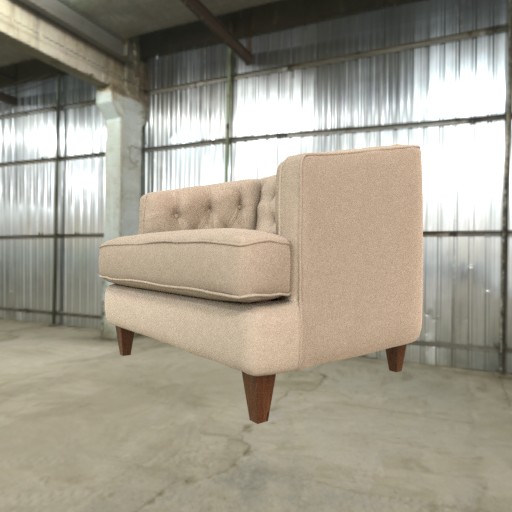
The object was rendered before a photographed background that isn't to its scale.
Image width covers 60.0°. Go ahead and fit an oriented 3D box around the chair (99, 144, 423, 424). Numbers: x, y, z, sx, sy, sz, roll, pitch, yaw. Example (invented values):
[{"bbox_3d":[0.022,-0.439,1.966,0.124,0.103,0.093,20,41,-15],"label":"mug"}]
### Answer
[{"bbox_3d":[0.000,0.000,1.748,0.941,0.852,1.104,0,0,-37],"label":"chair"}]
